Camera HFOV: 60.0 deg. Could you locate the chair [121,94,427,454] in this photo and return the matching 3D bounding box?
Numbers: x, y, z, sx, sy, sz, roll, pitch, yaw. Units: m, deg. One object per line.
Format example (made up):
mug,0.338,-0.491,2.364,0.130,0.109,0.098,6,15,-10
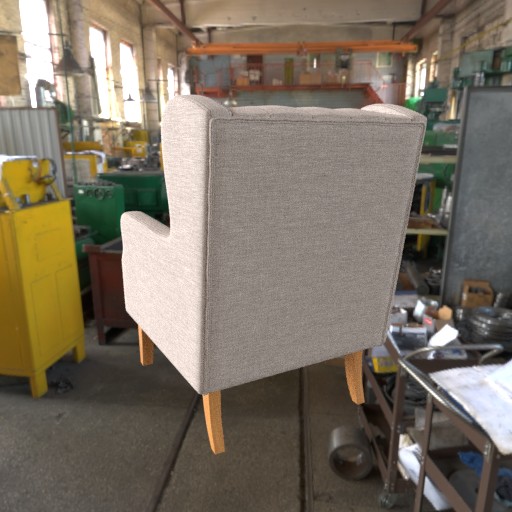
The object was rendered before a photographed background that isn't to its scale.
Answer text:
chair,0.000,0.000,1.440,0.710,0.930,0.760,-8,17,-27
